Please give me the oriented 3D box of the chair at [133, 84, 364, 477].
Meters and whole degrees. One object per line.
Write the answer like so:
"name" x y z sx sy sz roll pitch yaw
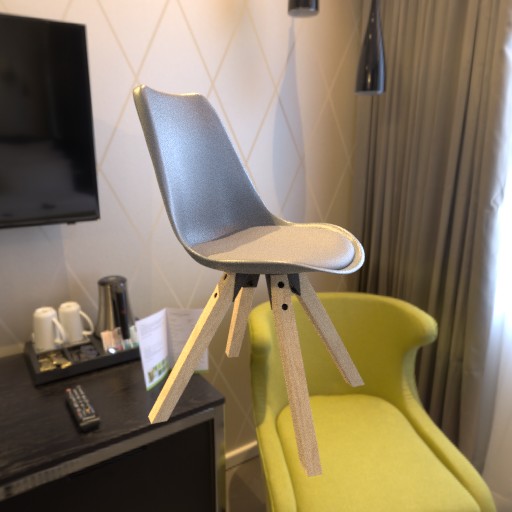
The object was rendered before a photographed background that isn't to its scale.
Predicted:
"chair" 0.000 0.000 1.167 0.550 0.850 0.485 7 16 25
